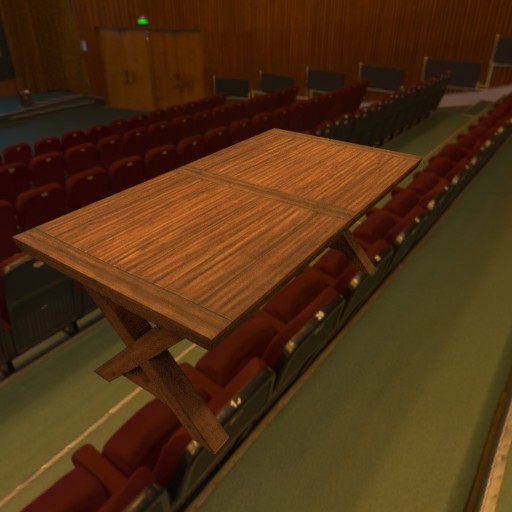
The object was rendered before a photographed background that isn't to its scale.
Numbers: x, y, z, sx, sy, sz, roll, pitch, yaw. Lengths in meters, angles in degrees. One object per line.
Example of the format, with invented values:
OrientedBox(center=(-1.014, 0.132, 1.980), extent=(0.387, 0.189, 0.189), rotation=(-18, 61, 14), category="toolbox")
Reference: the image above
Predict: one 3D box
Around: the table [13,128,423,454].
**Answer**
OrientedBox(center=(0.000, 0.000, 2.456), extent=(1.071, 0.793, 1.966), rotation=(20, 37, 29), category="table")
